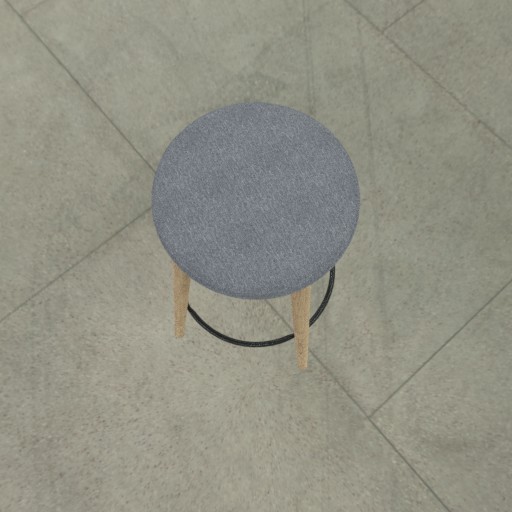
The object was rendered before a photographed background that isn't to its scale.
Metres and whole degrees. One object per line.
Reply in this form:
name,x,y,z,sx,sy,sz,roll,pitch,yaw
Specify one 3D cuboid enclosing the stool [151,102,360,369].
stool,0.000,0.000,1.017,0.410,0.770,0.410,14,75,4
